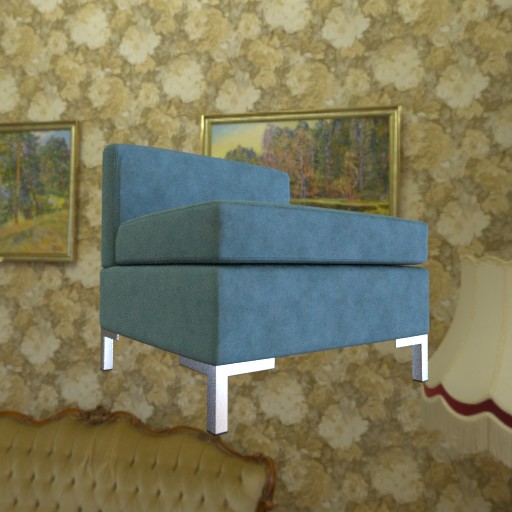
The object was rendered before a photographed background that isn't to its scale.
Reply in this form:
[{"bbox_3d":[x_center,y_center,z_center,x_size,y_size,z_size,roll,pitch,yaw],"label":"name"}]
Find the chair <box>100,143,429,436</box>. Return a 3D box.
[{"bbox_3d":[0.000,0.000,1.232,0.684,0.660,0.685,1,-2,-36],"label":"chair"}]
